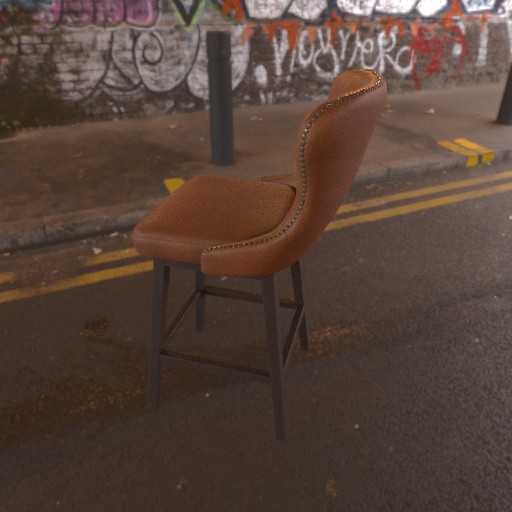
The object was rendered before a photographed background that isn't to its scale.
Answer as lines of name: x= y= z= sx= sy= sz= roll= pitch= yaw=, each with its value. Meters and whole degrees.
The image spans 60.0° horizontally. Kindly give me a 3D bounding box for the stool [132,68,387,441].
stool: x=0.000 y=0.000 z=1.264 sx=0.593 sy=0.971 sz=0.528 roll=8 pitch=31 yaw=14
